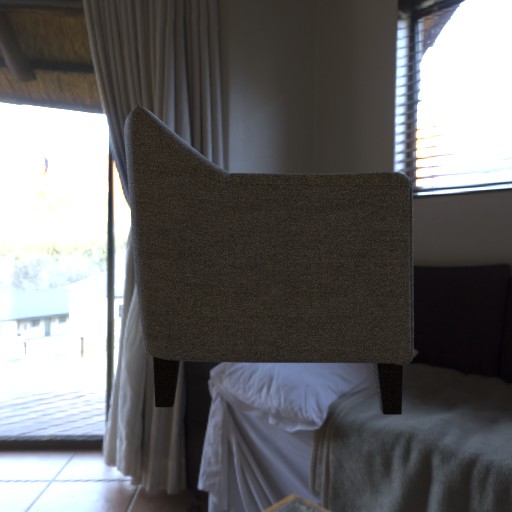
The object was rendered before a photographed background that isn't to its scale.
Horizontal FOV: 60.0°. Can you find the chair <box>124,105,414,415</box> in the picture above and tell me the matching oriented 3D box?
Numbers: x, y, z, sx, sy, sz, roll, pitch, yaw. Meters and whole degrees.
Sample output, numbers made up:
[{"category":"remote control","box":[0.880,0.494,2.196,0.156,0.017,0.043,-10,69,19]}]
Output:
[{"category":"chair","box":[0.000,0.000,1.422,0.758,0.761,0.796,0,-1,0]}]
